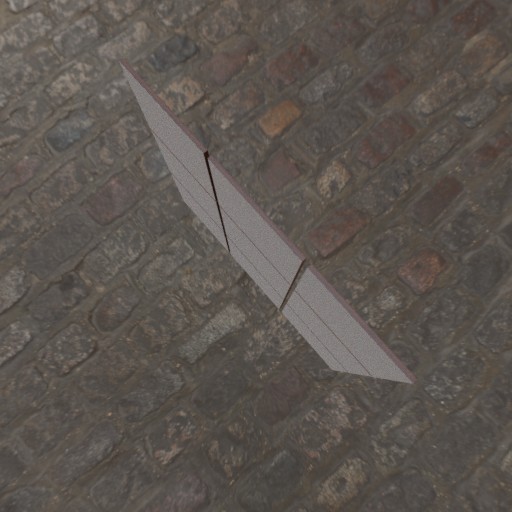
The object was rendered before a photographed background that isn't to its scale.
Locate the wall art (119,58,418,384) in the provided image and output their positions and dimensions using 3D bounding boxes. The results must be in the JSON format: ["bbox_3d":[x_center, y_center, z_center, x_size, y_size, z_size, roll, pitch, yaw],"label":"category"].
[{"bbox_3d":[0.000,0.000,1.852,0.017,1.246,1.256,-40,80,-8],"label":"wall art"}]
